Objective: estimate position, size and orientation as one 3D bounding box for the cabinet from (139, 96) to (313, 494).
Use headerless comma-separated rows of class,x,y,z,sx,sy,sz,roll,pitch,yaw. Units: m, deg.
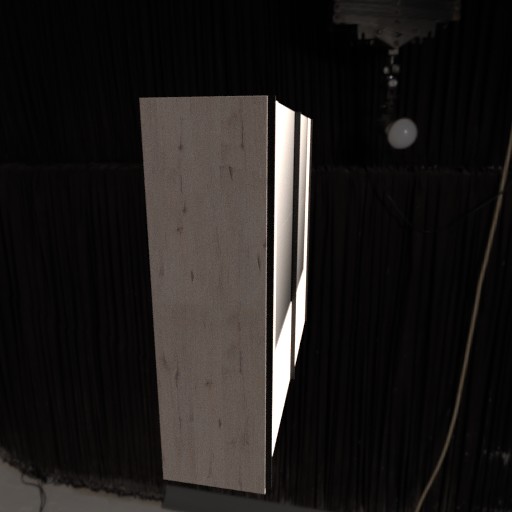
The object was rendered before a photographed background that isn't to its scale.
cabinet,0.000,0.000,3.531,0.660,2.180,2.500,3,15,11
